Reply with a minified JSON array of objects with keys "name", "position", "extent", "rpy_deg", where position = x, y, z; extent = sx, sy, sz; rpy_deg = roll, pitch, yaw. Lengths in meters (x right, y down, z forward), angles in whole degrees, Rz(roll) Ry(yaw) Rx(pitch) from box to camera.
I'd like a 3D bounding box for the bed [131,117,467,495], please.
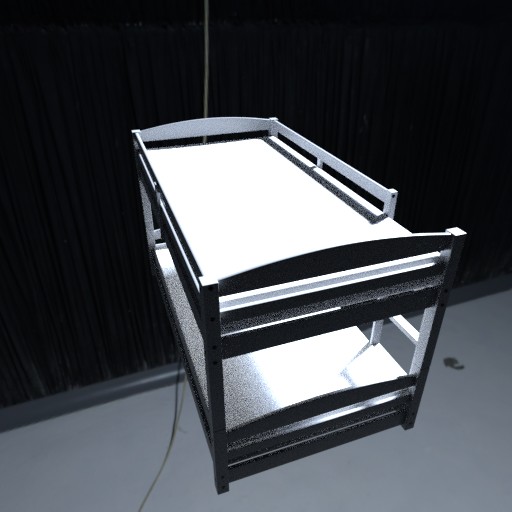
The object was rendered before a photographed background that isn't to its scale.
[{"name":"bed","position":[0.000,0.000,2.697],"extent":[1.105,1.206,2.013],"rpy_deg":[-11,32,-17]}]
